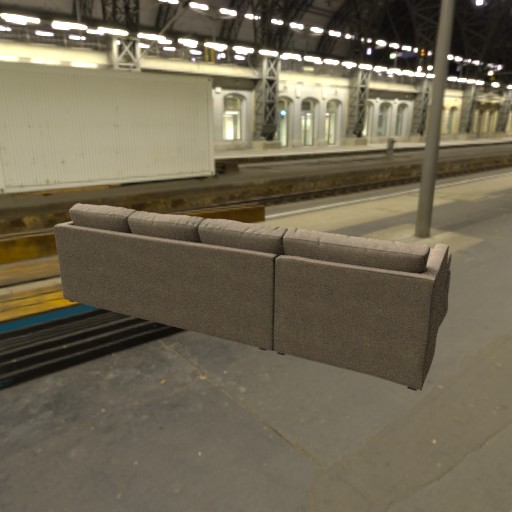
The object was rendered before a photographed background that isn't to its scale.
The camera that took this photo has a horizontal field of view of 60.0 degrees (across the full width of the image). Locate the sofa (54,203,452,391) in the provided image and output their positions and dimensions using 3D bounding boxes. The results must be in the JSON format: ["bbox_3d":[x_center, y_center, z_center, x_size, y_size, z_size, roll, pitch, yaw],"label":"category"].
[{"bbox_3d":[0.000,0.000,3.983,3.205,0.922,1.650,8,19,26],"label":"sofa"}]
